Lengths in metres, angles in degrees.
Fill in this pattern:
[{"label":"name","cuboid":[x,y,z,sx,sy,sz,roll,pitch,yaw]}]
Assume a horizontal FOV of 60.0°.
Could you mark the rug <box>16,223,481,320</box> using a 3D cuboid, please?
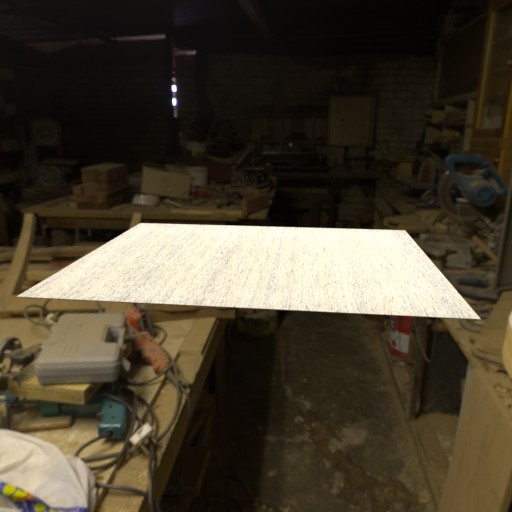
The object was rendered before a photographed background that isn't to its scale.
[{"label":"rug","cuboid":[0.000,0.000,4.181,3.197,0.006,2.438,2,17,7]}]
